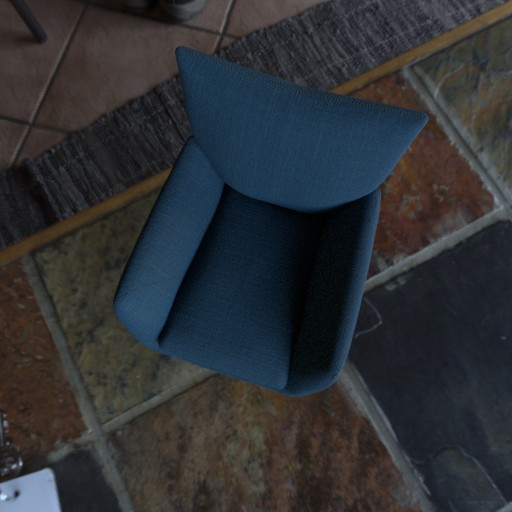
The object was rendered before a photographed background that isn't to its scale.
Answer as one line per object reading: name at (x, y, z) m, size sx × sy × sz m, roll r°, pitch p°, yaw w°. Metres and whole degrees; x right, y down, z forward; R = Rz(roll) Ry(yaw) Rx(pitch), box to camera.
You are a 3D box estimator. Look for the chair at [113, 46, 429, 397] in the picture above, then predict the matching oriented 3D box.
chair at (0.000, 0.000, 1.435) m, size 0.678 × 0.859 × 0.769 m, roll 17°, pitch 75°, yaw 5°
